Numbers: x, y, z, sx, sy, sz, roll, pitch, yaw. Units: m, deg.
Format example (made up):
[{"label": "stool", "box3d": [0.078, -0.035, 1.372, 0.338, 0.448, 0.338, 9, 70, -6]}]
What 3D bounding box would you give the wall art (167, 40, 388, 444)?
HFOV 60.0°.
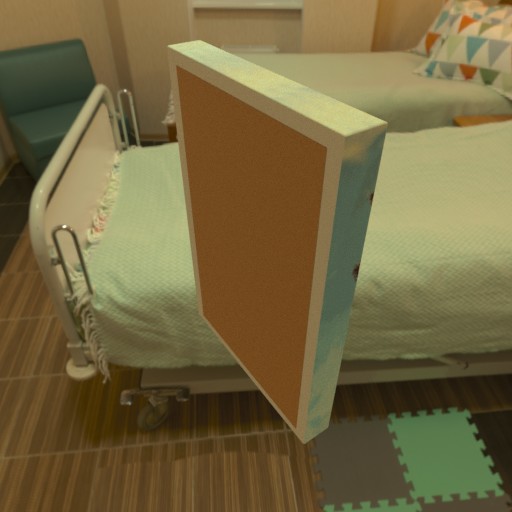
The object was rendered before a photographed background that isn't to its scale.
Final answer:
[{"label": "wall art", "box3d": [0.000, 0.000, 0.481, 0.039, 0.380, 0.251, -24, 45, -26]}]
